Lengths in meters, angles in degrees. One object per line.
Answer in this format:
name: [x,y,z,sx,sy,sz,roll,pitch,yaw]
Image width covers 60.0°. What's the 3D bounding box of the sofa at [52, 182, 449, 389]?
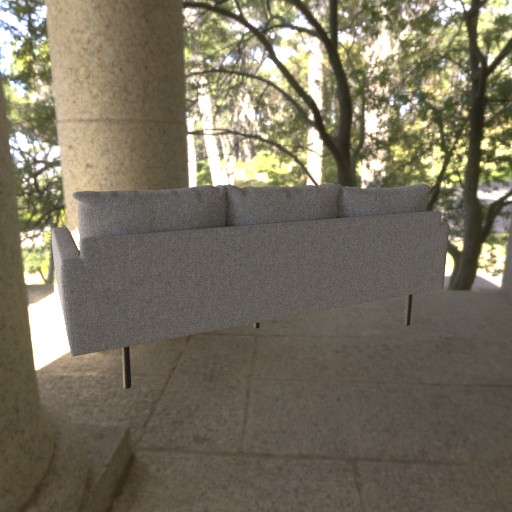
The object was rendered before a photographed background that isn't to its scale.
sofa: [0.000,0.000,2.432,2.000,0.830,0.850,-6,14,-26]
